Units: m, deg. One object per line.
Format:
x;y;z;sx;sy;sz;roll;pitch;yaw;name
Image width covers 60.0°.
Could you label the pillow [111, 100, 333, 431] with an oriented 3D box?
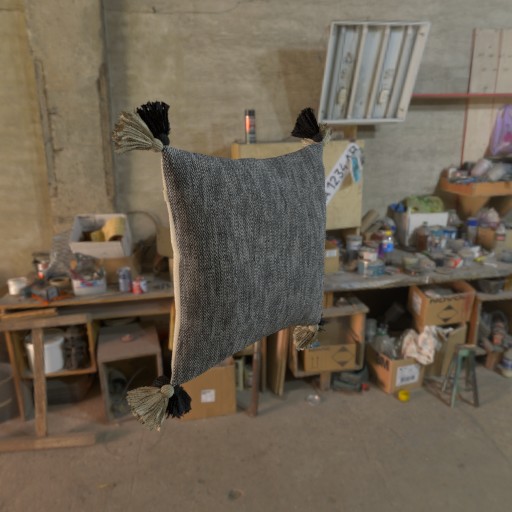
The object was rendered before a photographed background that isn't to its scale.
0.000;0.000;0.999;0.170;0.659;0.654;15;21;43;pillow
